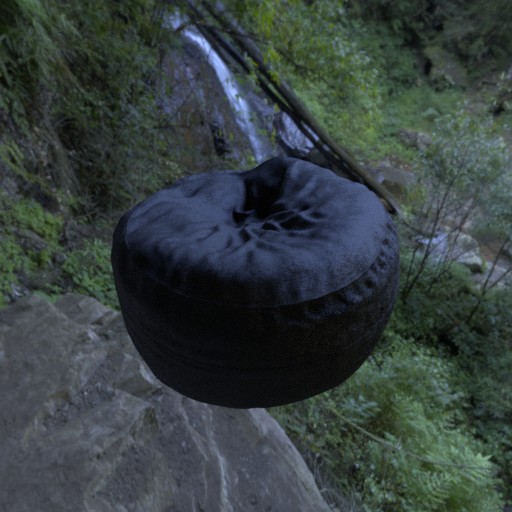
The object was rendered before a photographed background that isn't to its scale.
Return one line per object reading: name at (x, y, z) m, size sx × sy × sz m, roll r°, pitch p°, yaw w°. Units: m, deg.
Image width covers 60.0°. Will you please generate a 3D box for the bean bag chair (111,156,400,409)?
bean bag chair at (0.000, 0.000, 2.409) m, size 1.525 × 0.751 × 1.525 m, roll 0°, pitch 40°, yaw 0°
